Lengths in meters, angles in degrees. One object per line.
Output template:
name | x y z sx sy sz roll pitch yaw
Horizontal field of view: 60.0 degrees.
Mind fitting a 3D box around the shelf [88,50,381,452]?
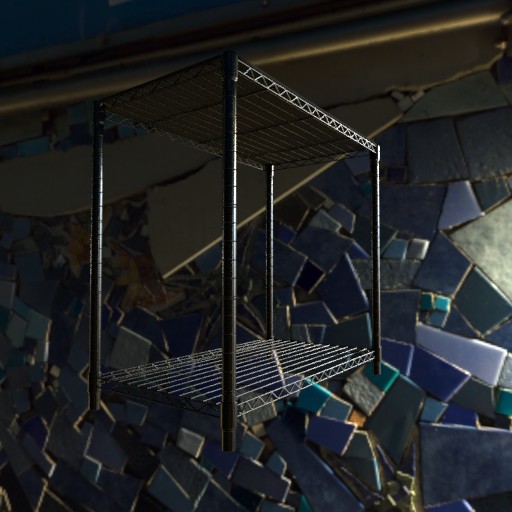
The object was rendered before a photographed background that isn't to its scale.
shelf | 0.000 0.000 0.950 0.338 0.564 0.589 -1 -3 36
